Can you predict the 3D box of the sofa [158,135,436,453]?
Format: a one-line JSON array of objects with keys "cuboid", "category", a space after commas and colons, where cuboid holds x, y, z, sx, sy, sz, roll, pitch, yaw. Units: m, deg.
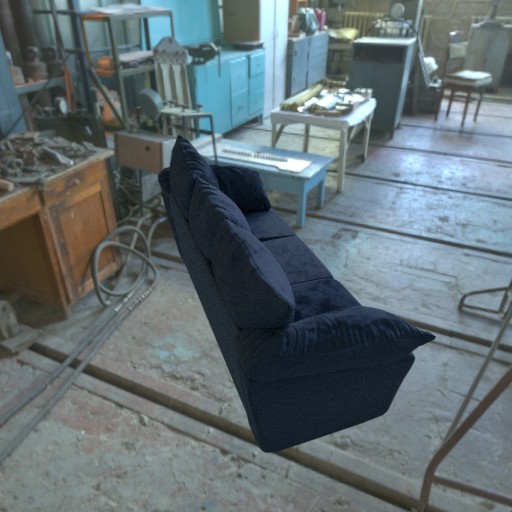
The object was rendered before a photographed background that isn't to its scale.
[{"cuboid": [0.000, 0.000, 2.911, 0.907, 1.091, 2.390, -11, 33, -17], "category": "sofa"}]
